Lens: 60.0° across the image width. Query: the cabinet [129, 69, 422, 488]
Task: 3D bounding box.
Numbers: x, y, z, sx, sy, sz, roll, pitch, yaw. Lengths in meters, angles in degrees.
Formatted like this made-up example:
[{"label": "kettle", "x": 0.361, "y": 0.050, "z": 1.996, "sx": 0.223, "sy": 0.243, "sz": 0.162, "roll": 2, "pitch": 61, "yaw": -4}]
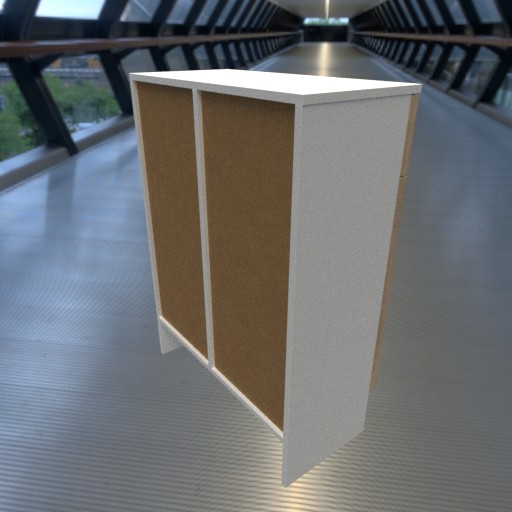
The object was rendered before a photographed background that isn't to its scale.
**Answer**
[{"label": "cabinet", "x": 0.000, "y": 0.000, "z": 1.090, "sx": 0.296, "sy": 0.815, "sz": 0.600, "roll": -18, "pitch": 31, "yaw": -33}]
